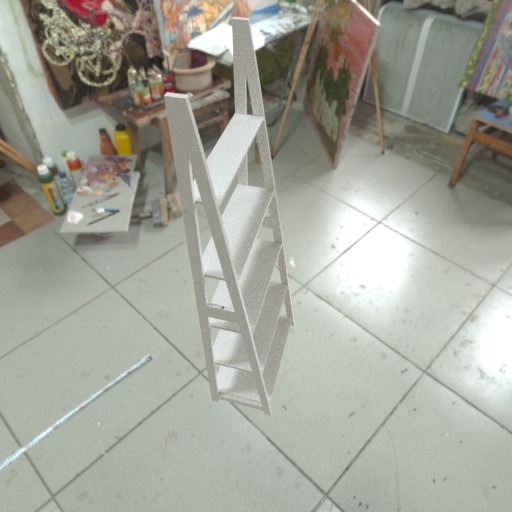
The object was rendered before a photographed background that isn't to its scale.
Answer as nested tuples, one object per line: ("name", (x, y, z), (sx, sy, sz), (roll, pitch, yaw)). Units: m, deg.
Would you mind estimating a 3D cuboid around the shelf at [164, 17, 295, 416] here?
("shelf", (0.000, 0.000, 2.008), (0.341, 1.779, 0.636), (11, 47, 10))
